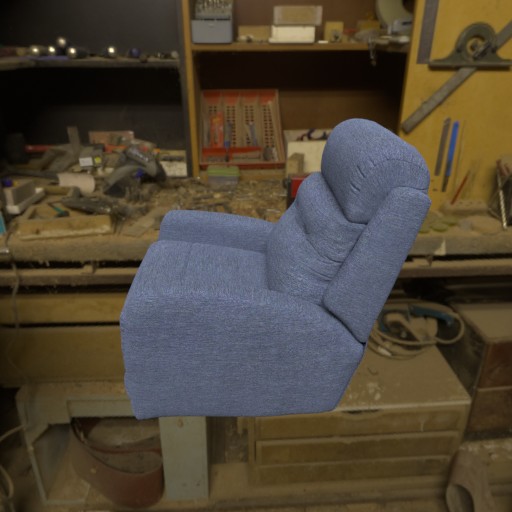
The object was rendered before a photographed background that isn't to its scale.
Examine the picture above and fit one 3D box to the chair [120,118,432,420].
[{"bbox_3d":[0.000,0.000,1.757,1.043,1.013,0.798,-1,27,-1],"label":"chair"}]
